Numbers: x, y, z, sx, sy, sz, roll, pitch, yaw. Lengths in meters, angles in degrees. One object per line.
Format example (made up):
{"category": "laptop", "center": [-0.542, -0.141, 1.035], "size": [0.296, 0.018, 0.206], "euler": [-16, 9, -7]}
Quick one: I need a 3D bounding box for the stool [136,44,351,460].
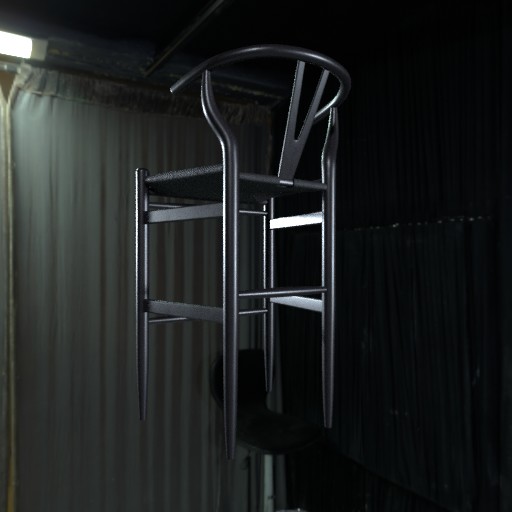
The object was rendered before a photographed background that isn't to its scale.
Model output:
{"category": "stool", "center": [0.000, 0.000, 1.392], "size": [0.569, 1.072, 0.579], "euler": [0, 0, -36]}
